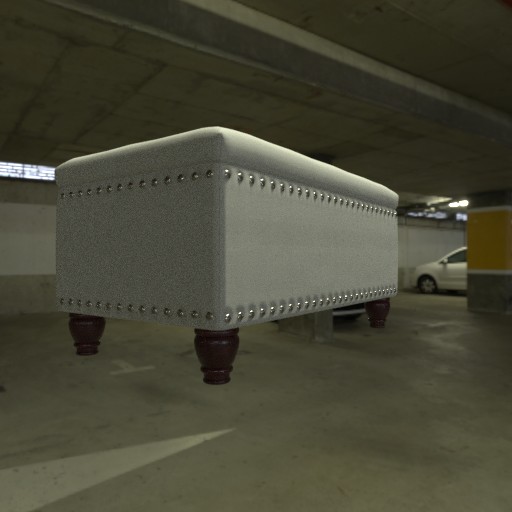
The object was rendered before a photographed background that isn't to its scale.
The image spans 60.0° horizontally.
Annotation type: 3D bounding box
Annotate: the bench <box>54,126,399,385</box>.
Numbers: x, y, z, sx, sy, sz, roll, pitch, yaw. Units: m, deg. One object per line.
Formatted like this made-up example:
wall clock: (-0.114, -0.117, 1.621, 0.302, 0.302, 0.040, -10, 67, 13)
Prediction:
bench: (0.000, 0.000, 1.213, 0.500, 0.449, 0.887, 0, -1, 36)
